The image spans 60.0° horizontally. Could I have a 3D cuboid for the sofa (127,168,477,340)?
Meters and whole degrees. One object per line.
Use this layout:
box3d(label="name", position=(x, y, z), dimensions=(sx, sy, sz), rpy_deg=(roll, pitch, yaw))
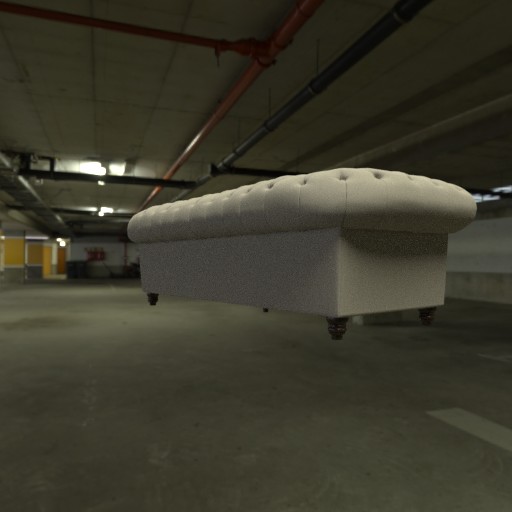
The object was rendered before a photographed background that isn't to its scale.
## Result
box3d(label="sofa", position=(0.000, 0.000, 2.848), dimensions=(0.991, 0.749, 2.411), rpy_deg=(1, -1, -37))
